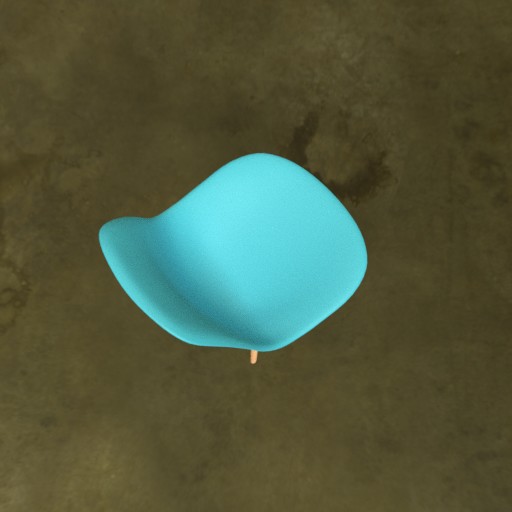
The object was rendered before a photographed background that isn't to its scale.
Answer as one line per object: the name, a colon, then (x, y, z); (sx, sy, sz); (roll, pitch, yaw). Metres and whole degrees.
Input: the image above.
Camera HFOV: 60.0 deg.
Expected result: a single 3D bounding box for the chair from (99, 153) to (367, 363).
chair: (0.000, 0.000, 1.136); (0.531, 0.826, 0.470); (-39, 78, -10)
